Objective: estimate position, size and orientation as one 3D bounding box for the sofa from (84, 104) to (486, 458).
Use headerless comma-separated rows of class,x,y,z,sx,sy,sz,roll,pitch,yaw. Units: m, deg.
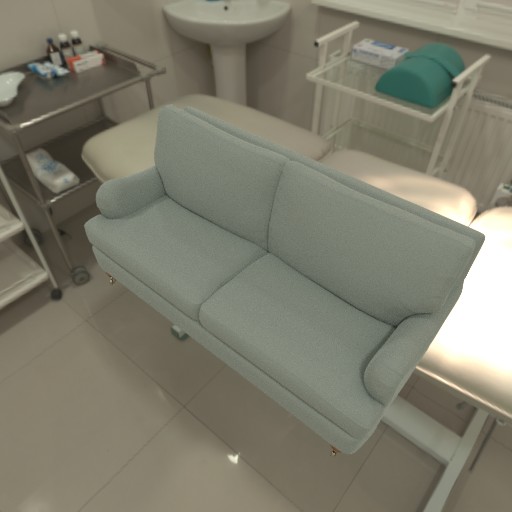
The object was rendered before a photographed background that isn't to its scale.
sofa,0.000,0.000,2.708,2.193,1.096,1.069,31,53,27
